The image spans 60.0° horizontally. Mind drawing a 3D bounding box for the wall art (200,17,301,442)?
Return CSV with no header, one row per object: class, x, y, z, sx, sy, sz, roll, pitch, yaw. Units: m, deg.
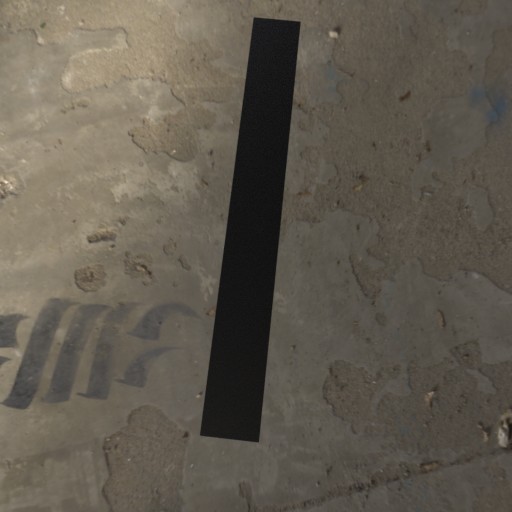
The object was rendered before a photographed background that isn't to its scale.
wall art,0.000,0.000,0.453,0.037,0.303,0.304,6,77,1
